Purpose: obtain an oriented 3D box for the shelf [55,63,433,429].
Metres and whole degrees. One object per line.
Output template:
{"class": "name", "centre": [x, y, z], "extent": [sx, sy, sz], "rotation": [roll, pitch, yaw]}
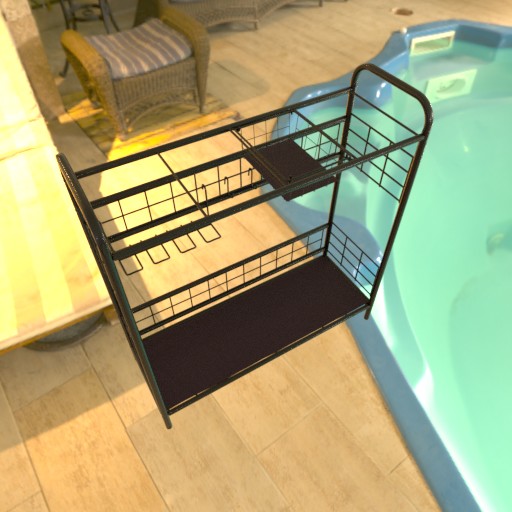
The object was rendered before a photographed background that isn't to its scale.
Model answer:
{"class": "shelf", "centre": [0.000, 0.000, 1.508], "extent": [0.961, 1.026, 0.350], "rotation": [-24, 52, -20]}
